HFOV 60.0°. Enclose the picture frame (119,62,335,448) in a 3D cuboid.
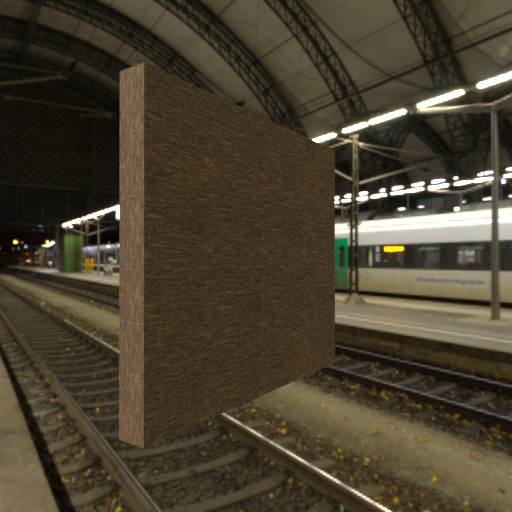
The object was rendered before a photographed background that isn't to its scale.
[{"bbox_3d":[0.000,0.000,0.543,0.033,0.330,0.378,0,0,35],"label":"picture frame"}]
